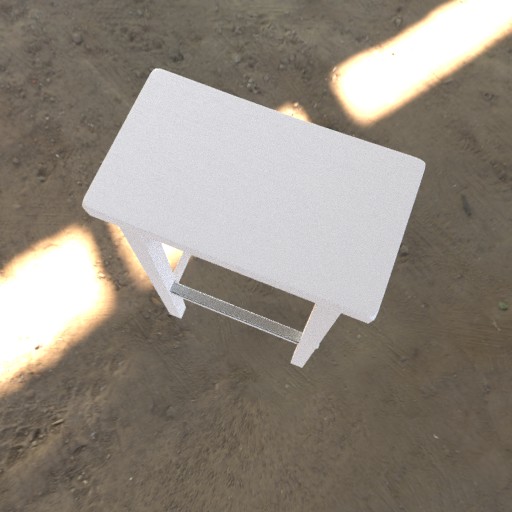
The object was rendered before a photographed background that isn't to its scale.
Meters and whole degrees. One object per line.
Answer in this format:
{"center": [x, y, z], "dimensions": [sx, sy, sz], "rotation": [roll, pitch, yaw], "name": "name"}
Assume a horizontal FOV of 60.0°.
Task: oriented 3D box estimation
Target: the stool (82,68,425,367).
{"center": [0.000, 0.000, 0.945], "dimensions": [0.406, 0.742, 0.322], "rotation": [21, 76, 6], "name": "stool"}
